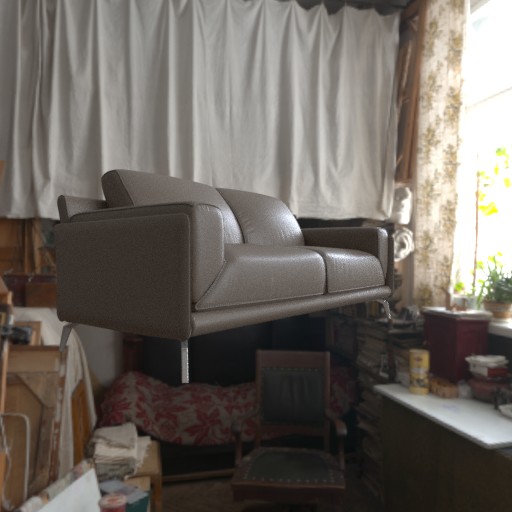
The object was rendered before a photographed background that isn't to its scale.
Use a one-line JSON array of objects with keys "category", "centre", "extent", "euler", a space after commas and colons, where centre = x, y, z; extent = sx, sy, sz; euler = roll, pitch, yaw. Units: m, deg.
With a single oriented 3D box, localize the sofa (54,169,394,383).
[{"category": "sofa", "centre": [0.000, 0.000, 2.653], "extent": [1.049, 0.930, 2.101], "euler": [0, 0, 37]}]
